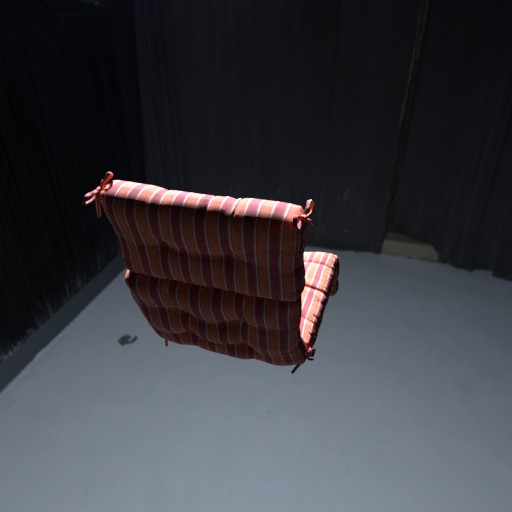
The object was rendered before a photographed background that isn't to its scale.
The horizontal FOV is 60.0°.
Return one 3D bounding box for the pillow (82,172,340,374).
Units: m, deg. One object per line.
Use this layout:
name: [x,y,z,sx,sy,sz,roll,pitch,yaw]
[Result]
pillow: [0.000,0.000,1.533,0.526,0.863,1.016,10,32,15]
